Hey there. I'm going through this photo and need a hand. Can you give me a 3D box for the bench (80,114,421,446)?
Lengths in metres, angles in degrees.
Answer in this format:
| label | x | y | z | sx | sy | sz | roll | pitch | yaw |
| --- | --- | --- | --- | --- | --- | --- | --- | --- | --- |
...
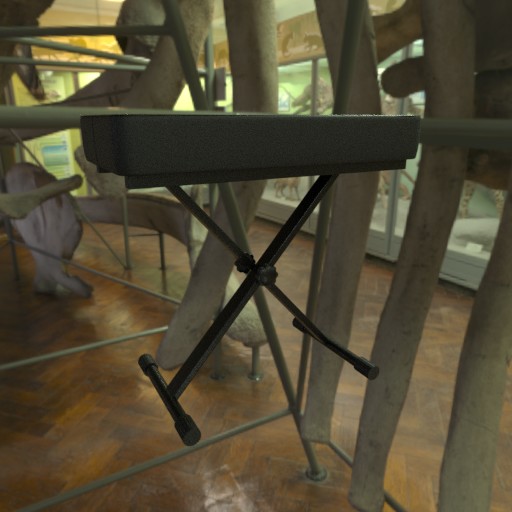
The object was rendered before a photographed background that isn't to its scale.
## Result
| label | x | y | z | sx | sy | sz | roll | pitch | yaw |
| --- | --- | --- | --- | --- | --- | --- | --- | --- | --- |
| bench | 0.000 | 0.000 | 0.928 | 0.600 | 0.561 | 0.300 | -9 | 20 | -28 |
